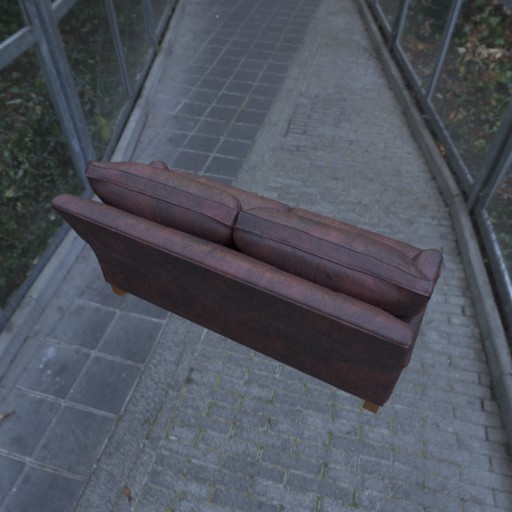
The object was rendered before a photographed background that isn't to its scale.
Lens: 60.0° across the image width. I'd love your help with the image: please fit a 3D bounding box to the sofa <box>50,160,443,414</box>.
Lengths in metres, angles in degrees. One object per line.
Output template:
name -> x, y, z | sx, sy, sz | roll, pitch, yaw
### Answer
sofa -> 0.000, 0.000, 2.813 | 2.144, 1.071, 1.147 | 21, 49, 19
